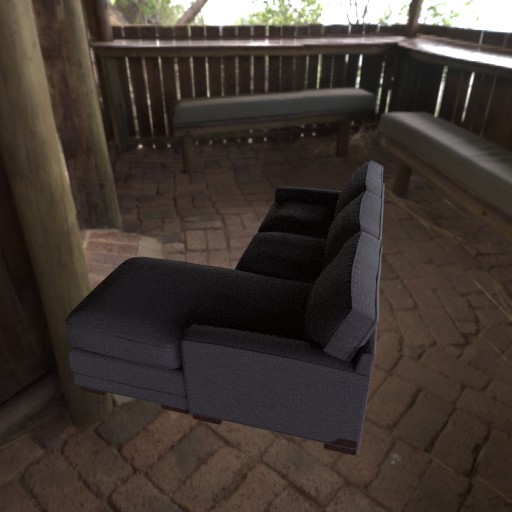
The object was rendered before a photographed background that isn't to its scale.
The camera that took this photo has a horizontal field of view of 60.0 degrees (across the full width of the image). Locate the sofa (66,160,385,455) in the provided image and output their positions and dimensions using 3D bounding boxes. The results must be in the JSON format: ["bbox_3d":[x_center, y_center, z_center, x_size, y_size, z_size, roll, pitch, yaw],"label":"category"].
[{"bbox_3d":[0.000,0.000,3.363,1.790,0.973,2.370,8,31,13],"label":"sofa"}]
